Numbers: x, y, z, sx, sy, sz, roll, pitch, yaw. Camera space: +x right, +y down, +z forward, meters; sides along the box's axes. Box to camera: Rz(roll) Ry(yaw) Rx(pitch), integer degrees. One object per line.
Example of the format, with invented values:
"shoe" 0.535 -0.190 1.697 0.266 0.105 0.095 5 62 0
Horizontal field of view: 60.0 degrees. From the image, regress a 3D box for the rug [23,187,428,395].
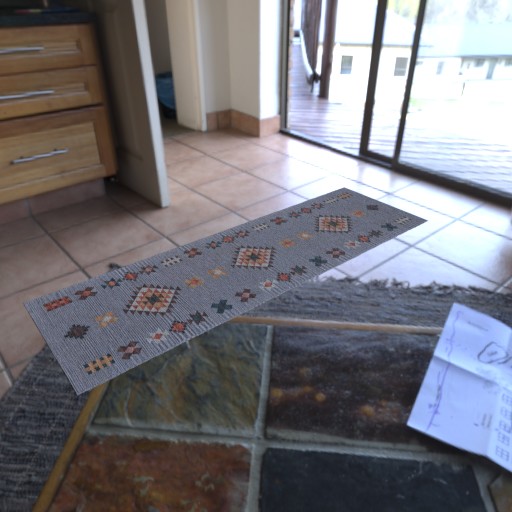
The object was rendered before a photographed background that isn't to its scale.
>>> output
"rug" 0.000 0.000 2.656 2.432 0.008 0.766 -23 38 -32
